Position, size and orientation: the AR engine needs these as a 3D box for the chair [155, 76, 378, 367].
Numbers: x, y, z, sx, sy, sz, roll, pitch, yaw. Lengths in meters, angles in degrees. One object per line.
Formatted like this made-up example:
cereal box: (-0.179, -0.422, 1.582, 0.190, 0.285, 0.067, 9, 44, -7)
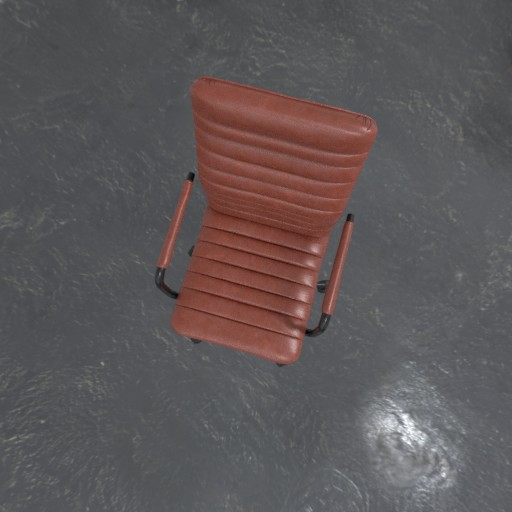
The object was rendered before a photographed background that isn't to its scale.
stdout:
chair: (0.000, 0.000, 1.337, 0.608, 0.979, 0.580, 15, 76, 4)
